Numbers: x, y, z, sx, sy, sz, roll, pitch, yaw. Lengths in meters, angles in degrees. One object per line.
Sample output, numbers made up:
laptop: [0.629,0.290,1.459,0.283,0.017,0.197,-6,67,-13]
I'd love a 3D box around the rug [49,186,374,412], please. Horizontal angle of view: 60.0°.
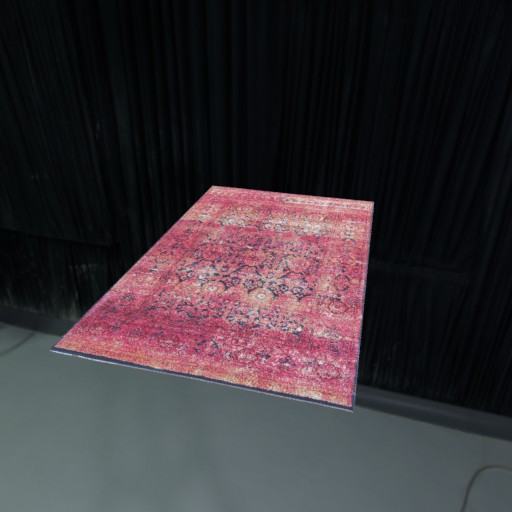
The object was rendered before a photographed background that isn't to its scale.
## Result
rug: [0.000,0.000,3.126,1.539,0.018,2.449,8,30,13]
